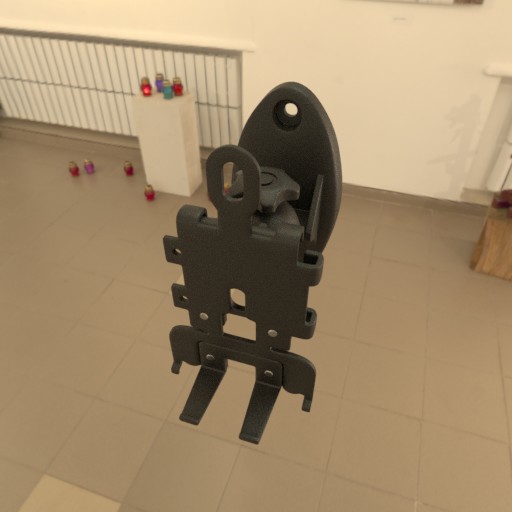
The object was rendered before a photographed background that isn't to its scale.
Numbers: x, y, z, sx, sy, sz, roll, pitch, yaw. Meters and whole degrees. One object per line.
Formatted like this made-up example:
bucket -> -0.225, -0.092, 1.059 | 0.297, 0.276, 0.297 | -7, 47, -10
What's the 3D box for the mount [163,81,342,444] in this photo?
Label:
mount -> 0.000, 0.000, 0.181 | 0.066, 0.118, 0.100 | 12, 42, 14
